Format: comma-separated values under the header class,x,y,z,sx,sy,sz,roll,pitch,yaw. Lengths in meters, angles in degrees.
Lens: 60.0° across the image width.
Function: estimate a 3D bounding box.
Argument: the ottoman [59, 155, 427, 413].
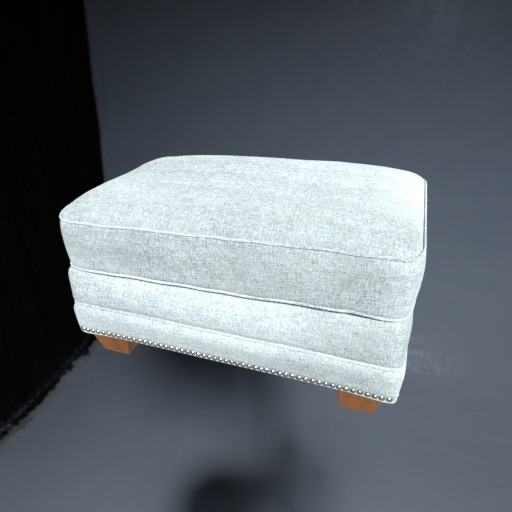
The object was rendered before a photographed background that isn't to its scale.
class,x,y,z,sx,sy,sz,roll,pitch,yaw
ottoman,0.000,0.000,1.176,0.813,0.457,0.561,9,28,17
